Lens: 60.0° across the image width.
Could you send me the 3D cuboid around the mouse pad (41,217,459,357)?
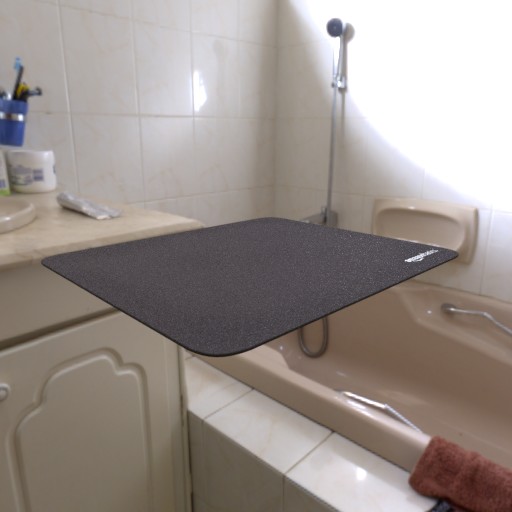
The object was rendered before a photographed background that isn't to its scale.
[{"bbox_3d":[0.000,0.000,0.423,0.315,0.002,0.269,-14,21,-42],"label":"mouse pad"}]
